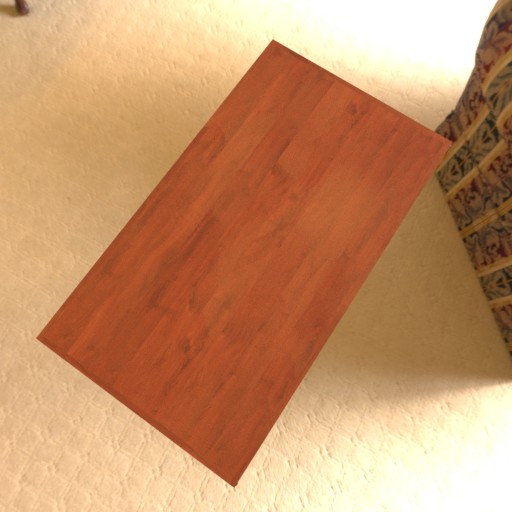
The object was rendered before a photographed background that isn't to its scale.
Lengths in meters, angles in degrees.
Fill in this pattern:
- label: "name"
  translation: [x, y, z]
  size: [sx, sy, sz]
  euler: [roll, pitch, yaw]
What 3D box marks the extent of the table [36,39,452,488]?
- label: "table"
  translation: [0.000, 0.000, 1.396]
  size: [0.610, 0.457, 1.067]
  euler: [33, 78, 8]
